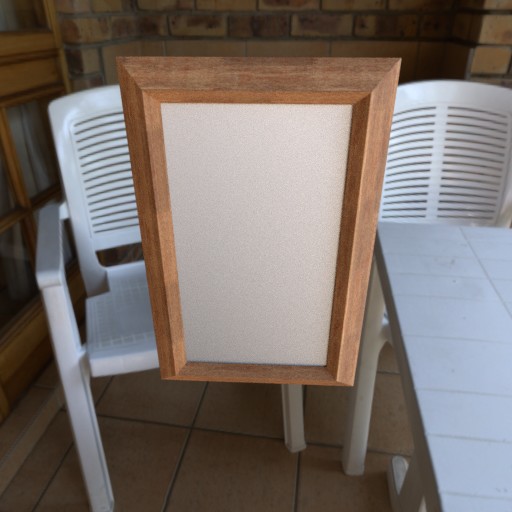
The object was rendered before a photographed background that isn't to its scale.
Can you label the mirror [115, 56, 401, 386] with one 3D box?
[{"bbox_3d":[0.000,0.000,1.234,0.651,1.010,0.047,1,29,2],"label":"mirror"}]
